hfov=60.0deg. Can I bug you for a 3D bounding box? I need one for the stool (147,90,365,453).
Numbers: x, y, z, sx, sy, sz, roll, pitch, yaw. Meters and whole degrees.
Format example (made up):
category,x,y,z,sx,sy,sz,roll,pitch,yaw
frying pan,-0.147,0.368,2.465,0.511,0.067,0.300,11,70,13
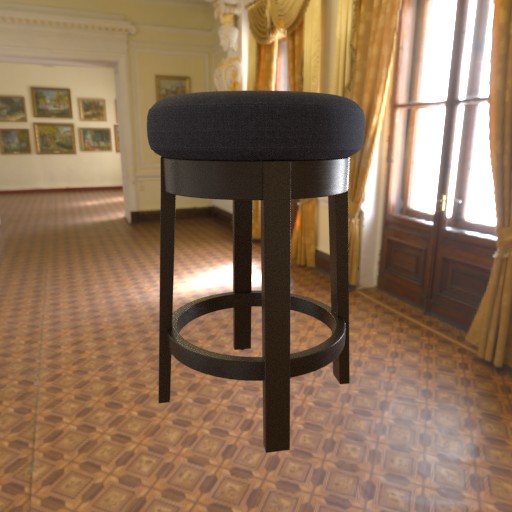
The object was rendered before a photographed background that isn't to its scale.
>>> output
category,x,y,z,sx,sy,sz,roll,pitch,yaw
stool,0.000,0.000,0.964,0.449,0.655,0.449,0,15,0
